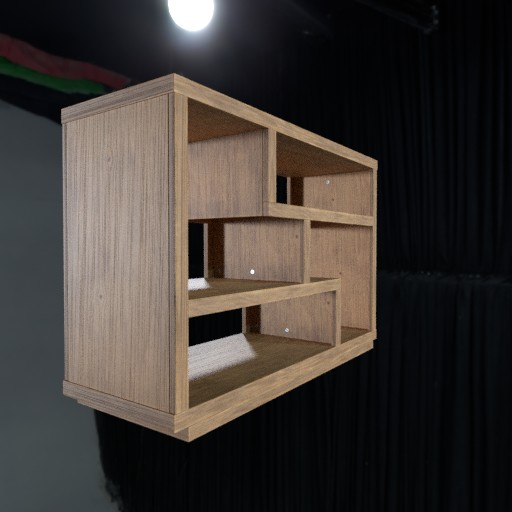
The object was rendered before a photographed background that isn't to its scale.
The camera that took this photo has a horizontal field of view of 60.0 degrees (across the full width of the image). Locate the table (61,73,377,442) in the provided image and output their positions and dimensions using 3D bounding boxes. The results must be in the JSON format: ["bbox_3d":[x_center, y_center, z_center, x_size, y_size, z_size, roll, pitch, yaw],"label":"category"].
[{"bbox_3d":[0.000,0.000,1.492,0.410,0.771,1.151,1,2,36],"label":"table"}]
